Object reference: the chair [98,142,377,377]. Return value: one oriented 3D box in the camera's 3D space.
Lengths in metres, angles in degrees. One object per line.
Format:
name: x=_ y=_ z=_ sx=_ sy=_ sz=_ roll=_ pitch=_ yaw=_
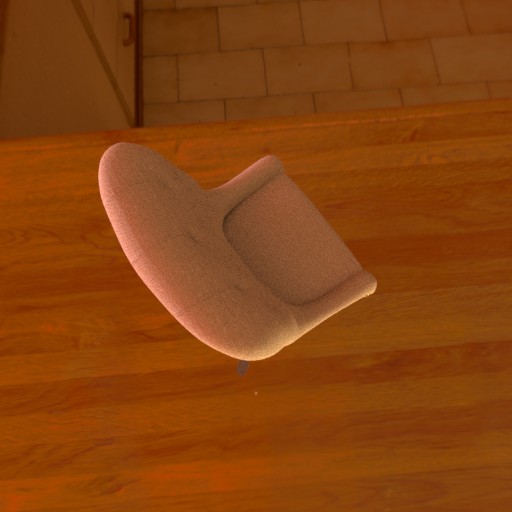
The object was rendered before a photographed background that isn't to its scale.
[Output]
chair: x=0.000 y=0.000 z=1.468 sx=0.629 sy=1.091 sz=0.634 roll=-34 pitch=76 yaw=-10
